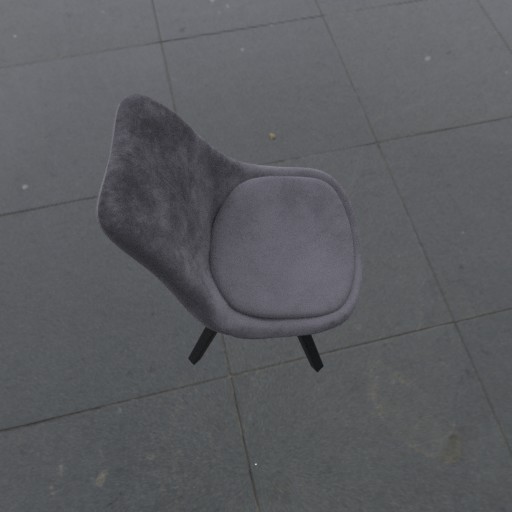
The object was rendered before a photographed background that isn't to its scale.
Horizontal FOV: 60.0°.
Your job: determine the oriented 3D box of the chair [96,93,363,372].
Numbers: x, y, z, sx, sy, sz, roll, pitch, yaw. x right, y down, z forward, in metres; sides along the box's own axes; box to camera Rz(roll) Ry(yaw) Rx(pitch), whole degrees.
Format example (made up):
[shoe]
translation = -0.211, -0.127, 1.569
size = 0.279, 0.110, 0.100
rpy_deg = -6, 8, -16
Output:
[chair]
translation = 0.000, 0.000, 1.179
size = 0.550, 0.850, 0.485
rpy_deg = 2, 65, 1
